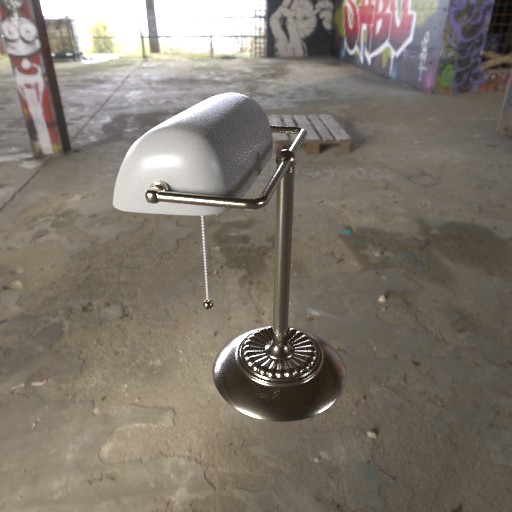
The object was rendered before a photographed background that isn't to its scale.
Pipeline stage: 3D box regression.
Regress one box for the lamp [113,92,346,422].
[{"bbox_3d":[0.000,0.000,0.522,0.243,0.339,0.264,7,30,12],"label":"lamp"}]
